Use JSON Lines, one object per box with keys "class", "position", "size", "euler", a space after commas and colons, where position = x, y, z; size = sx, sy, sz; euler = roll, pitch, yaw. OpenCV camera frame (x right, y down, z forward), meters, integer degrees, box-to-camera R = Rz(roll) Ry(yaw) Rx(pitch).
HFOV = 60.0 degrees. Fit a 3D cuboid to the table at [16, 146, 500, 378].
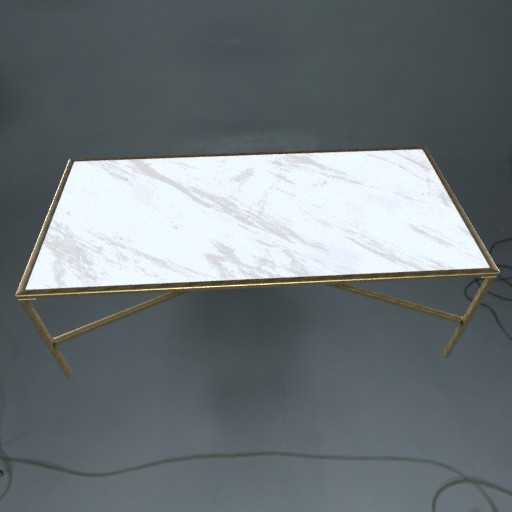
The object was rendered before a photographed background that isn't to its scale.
{"class": "table", "position": [0.000, 0.000, 1.435], "size": [1.197, 0.405, 0.577], "euler": [-3, 46, -2]}
